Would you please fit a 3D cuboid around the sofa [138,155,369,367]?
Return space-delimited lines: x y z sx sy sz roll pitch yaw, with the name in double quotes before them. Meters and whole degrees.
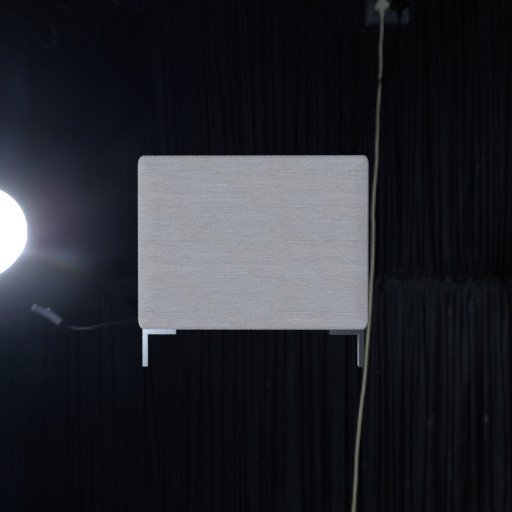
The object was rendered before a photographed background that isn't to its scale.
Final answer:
"sofa" 0.000 0.000 2.283 0.686 0.635 1.981 0 0 0
